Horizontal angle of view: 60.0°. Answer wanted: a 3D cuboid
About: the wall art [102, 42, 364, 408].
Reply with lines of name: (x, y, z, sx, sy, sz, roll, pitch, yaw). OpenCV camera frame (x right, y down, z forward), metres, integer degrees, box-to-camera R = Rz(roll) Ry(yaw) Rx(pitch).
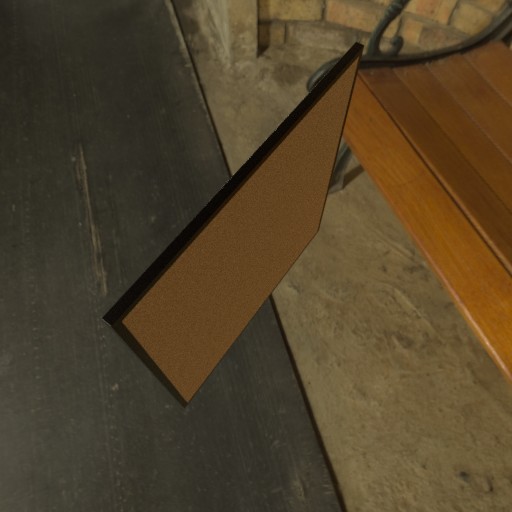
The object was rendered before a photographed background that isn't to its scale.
wall art: (0.000, 0.000, 0.681, 0.012, 0.458, 0.457, 32, 67, 16)
